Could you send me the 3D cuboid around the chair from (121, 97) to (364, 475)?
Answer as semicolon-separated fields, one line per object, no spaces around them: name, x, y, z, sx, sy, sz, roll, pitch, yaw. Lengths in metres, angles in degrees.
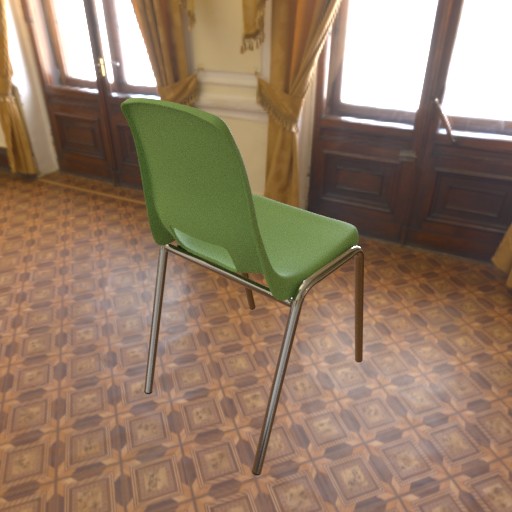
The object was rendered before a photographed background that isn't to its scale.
chair;0.000;0.000;0.947;0.381;0.704;0.436;22;37;32
